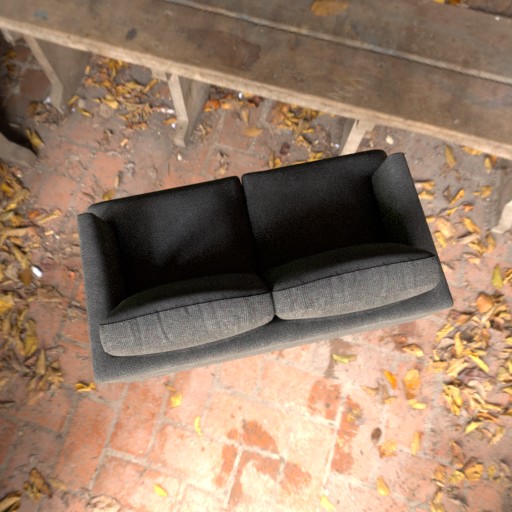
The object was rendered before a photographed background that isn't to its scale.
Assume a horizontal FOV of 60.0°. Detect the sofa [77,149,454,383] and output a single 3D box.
[{"bbox_3d":[0.000,0.000,2.168,1.582,0.956,0.903,-11,75,-3],"label":"sofa"}]
